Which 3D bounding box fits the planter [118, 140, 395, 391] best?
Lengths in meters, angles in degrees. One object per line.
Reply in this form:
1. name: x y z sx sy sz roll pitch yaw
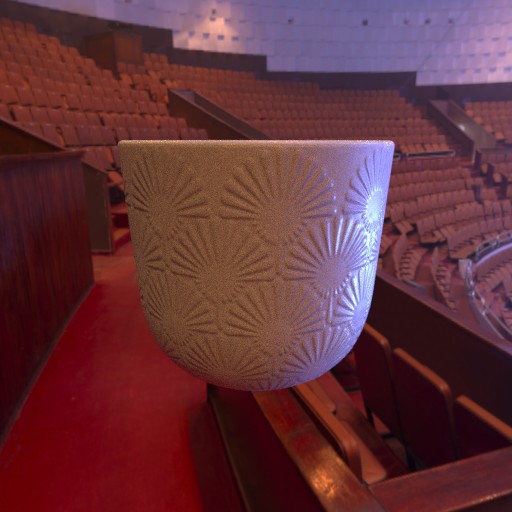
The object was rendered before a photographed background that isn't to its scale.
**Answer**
1. planter: 0.000 0.000 0.302 0.170 0.152 0.170 0 15 0
